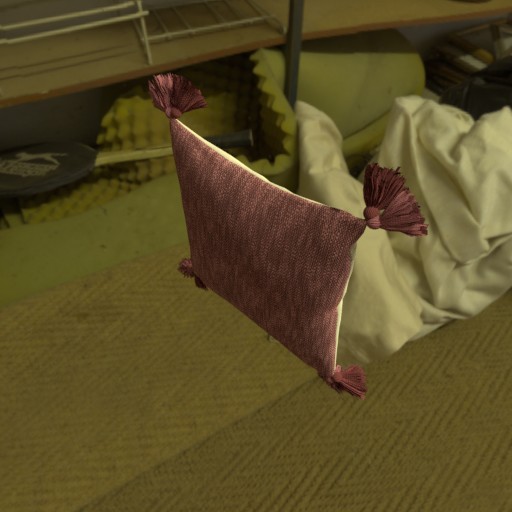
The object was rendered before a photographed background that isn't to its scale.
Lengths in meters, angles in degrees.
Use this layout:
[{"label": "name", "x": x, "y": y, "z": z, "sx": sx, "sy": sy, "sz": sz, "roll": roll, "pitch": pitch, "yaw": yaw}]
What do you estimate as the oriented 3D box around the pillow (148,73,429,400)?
[{"label": "pillow", "x": 0.000, "y": 0.000, "z": 0.965, "sx": 0.641, "sy": 0.659, "sz": 0.138, "roll": 34, "pitch": 55, "yaw": 28}]
